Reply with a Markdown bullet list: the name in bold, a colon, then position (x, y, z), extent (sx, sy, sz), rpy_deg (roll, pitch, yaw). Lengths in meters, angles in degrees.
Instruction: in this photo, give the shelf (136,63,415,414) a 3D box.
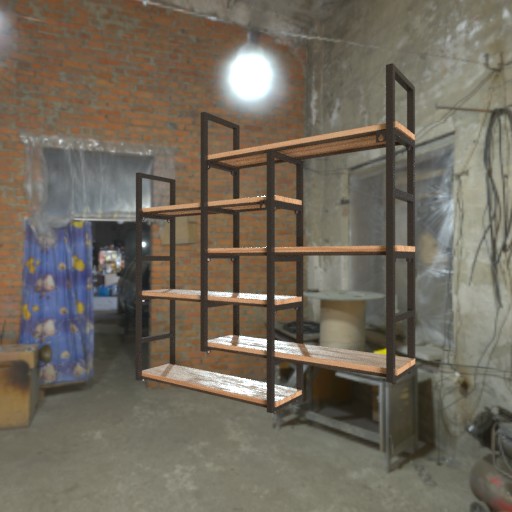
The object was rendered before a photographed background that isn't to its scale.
- **shelf**: position (0.000, 0.000, 1.406), extent (0.946, 0.921, 0.183), rpy_deg (0, 0, 36)
